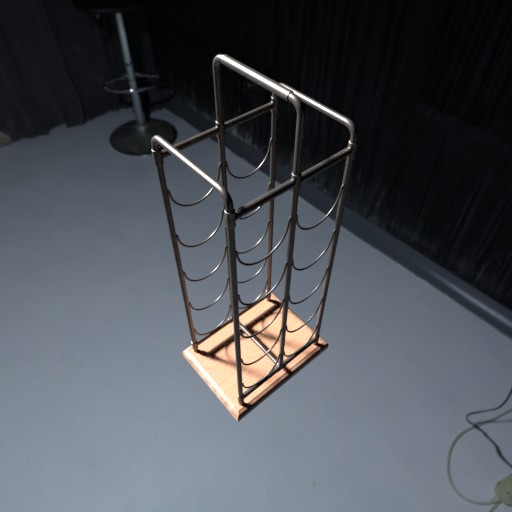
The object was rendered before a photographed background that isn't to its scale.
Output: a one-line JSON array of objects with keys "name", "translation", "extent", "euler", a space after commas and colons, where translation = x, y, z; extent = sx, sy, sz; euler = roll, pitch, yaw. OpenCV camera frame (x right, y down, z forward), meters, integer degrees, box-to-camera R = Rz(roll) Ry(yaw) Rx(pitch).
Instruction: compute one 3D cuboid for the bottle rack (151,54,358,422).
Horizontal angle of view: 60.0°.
[{"name": "bottle rack", "translation": [0.000, 0.000, 0.799], "extent": [0.276, 0.680, 0.208], "euler": [-32, 56, -26]}]
